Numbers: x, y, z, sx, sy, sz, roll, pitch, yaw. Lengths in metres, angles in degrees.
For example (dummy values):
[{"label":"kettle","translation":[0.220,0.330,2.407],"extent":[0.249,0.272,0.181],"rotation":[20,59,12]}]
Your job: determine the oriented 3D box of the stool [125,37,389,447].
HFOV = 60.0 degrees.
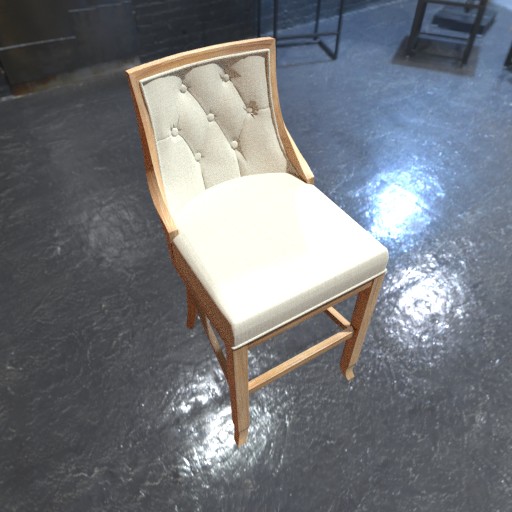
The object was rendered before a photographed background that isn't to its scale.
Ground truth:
[{"label":"stool","translation":[0.000,0.000,1.432],"extent":[0.524,1.101,0.626],"rotation":[-24,51,-21]}]
